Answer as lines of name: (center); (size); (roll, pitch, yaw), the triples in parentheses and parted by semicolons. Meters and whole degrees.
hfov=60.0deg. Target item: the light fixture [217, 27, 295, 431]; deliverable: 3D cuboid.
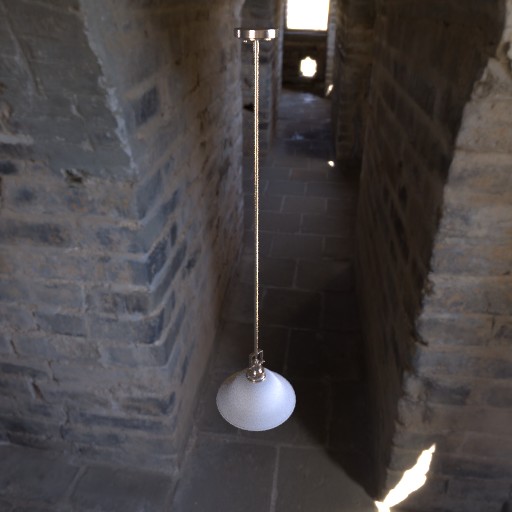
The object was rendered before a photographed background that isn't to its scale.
light fixture: (0.000, 0.000, 1.480); (0.324, 1.354, 0.324); (-22, 37, -32)
